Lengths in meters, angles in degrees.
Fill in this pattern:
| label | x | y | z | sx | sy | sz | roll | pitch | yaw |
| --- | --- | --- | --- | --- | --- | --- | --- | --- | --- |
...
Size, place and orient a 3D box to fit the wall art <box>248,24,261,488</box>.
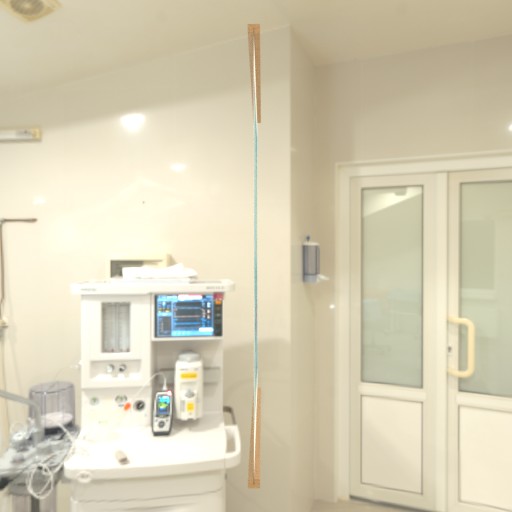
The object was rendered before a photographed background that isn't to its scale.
| label | x | y | z | sx | sy | sz | roll | pitch | yaw |
| --- | --- | --- | --- | --- | --- | --- | --- | --- | --- |
| wall art | 0.000 | 0.000 | 0.655 | 0.013 | 0.510 | 0.335 | 0 | 0 | 1 |
